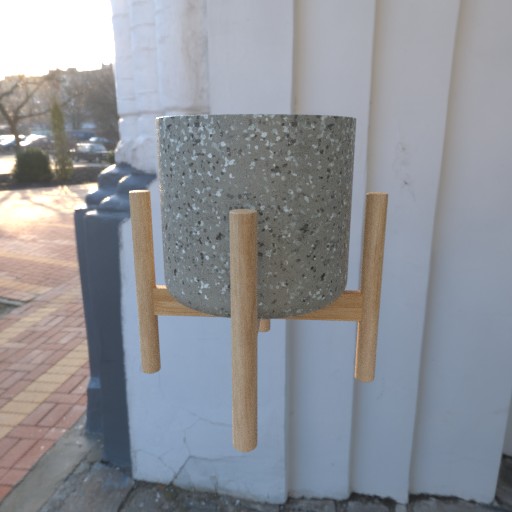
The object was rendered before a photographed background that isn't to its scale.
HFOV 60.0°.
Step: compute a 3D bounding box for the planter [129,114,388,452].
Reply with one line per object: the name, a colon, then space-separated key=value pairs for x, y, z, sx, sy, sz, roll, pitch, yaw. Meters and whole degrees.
planter: x=0.000 y=0.000 z=0.543 sx=0.284 sy=0.320 sz=0.284 roll=7 pitch=17 yaw=26
